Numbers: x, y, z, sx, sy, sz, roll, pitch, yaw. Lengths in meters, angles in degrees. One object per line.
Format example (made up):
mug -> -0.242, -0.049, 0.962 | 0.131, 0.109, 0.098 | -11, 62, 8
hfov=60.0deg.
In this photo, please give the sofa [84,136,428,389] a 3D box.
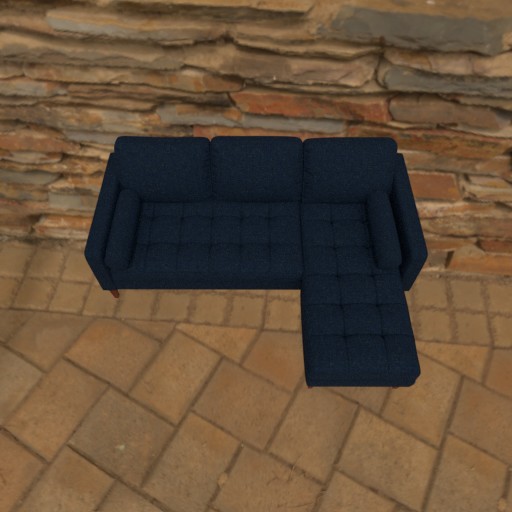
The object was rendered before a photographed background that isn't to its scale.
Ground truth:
sofa -> 0.000, 0.000, 2.961 | 2.185, 0.841, 1.613 | 0, 57, 0
